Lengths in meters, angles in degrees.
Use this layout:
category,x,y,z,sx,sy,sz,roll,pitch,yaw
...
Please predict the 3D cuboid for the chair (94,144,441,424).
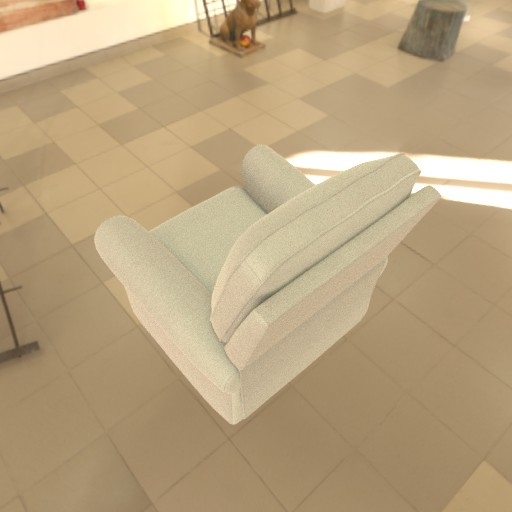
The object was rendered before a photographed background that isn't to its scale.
category,x,y,z,sx,sy,sz,roll,pitch,yaw
chair,0.000,0.000,1.660,0.890,0.960,0.878,-33,55,-26
